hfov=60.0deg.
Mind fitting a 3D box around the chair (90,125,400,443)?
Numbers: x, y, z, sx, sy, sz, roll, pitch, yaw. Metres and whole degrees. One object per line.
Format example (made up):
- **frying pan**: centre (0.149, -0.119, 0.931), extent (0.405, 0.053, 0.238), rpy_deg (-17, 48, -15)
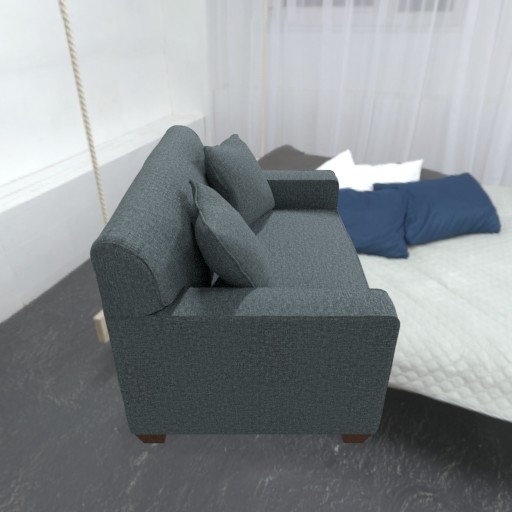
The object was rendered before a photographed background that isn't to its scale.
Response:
- **chair**: centre (0.000, 0.000, 2.078), extent (1.000, 0.948, 1.383), rpy_deg (0, 31, 0)
